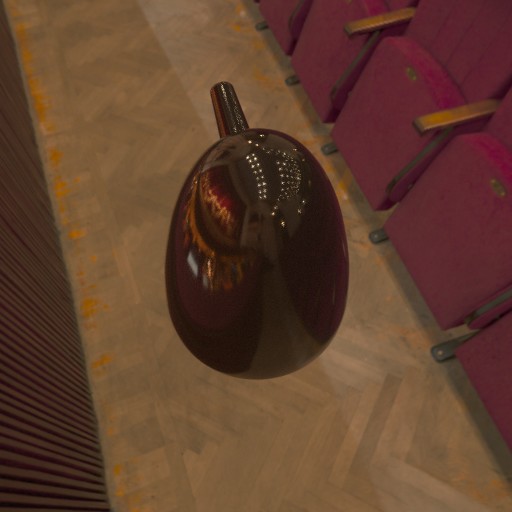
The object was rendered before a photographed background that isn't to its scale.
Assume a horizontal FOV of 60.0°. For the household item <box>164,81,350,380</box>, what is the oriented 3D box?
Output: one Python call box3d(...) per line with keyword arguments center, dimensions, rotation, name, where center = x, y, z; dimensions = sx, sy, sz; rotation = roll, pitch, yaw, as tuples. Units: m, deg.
box3d(center=(0.000, 0.000, 0.224), dimensions=(0.102, 0.152, 0.104), rotation=(-15, 60, -9), name="household item")
